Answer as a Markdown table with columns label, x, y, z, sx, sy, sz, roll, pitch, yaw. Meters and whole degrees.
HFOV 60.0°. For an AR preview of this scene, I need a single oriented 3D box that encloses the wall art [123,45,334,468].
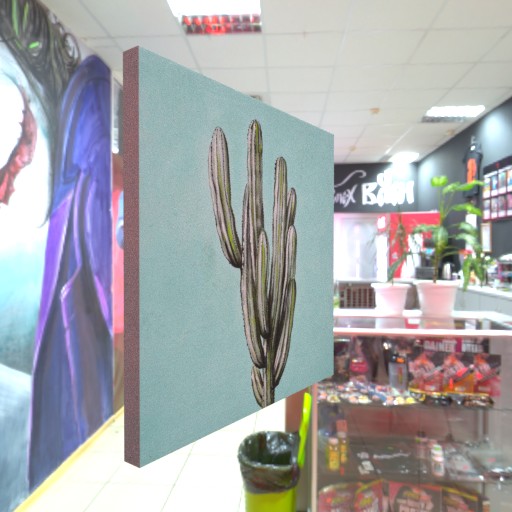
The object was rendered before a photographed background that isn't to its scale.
| label | x | y | z | sx | sy | sz | roll | pitch | yaw |
| --- | --- | --- | --- | --- | --- | --- | --- | --- | --- |
| wall art | 0.000 | 0.000 | 0.882 | 0.036 | 0.603 | 0.603 | 0 | 1 | 37 |
